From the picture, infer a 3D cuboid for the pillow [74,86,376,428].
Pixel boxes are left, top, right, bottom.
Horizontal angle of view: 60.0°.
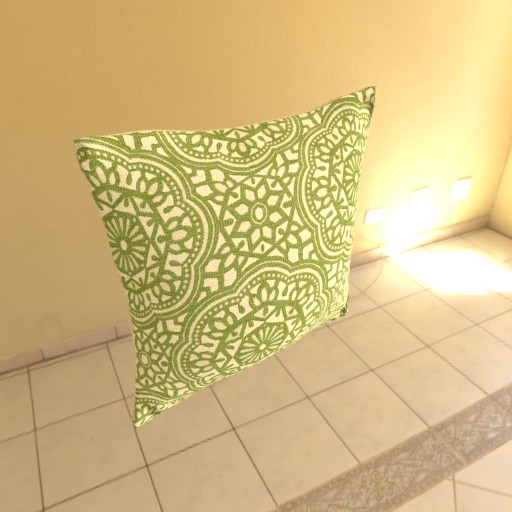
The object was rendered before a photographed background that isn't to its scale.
[{"bbox_3d":[0.000,0.000,0.637,0.440,0.419,0.162,-21,37,-31],"label":"pillow"}]
